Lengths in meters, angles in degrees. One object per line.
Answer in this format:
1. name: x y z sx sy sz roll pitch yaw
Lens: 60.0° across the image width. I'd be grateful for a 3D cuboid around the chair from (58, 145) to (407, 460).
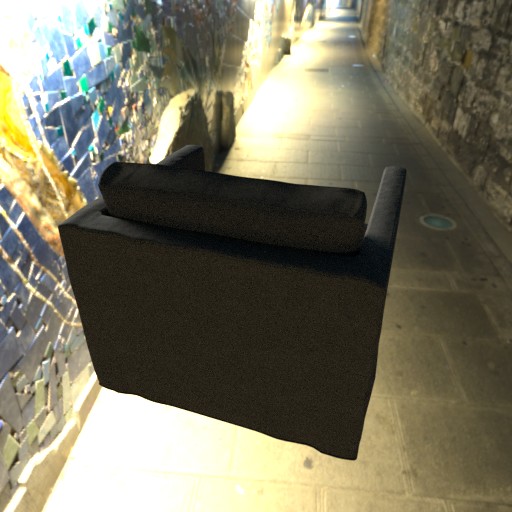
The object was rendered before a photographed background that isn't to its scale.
1. chair: 0.000 0.000 1.761 1.057 0.863 0.949 10 32 17
